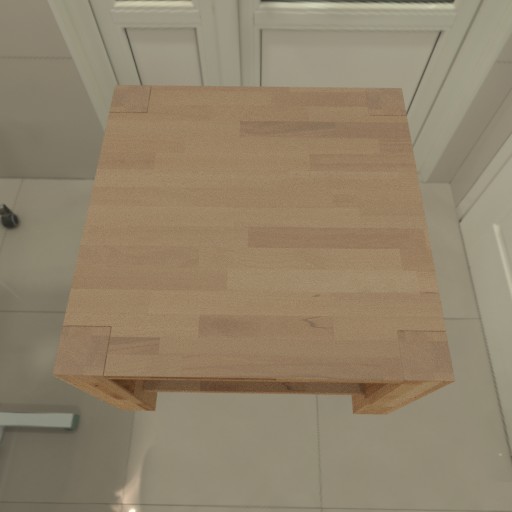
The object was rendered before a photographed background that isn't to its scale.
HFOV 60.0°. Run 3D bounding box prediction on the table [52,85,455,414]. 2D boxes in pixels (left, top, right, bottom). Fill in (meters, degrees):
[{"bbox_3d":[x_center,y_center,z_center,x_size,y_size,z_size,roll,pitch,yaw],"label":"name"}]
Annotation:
[{"bbox_3d":[0.000,0.000,1.127,0.700,0.451,0.700,1,63,0],"label":"table"}]
